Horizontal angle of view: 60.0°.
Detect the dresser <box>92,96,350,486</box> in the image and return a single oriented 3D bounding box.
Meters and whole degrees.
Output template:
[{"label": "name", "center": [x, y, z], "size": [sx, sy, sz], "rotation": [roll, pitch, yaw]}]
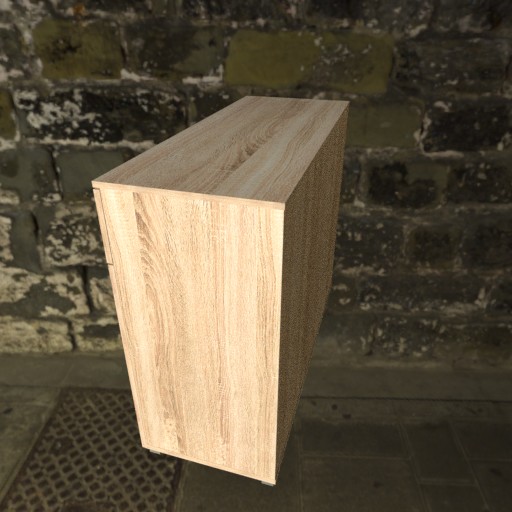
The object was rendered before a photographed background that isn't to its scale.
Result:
[{"label": "dresser", "center": [0.000, 0.000, 1.591], "size": [0.450, 0.900, 1.100], "rotation": [8, 31, 15]}]
